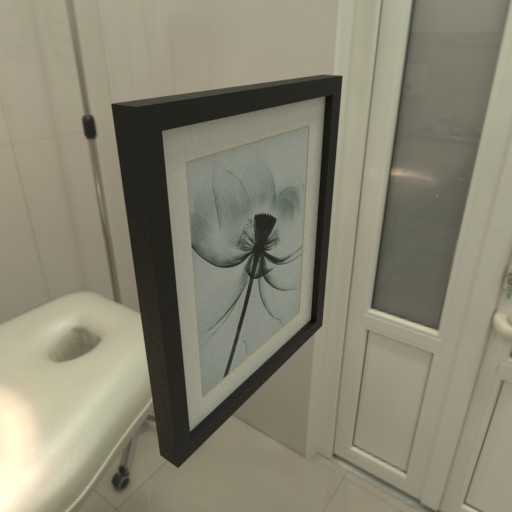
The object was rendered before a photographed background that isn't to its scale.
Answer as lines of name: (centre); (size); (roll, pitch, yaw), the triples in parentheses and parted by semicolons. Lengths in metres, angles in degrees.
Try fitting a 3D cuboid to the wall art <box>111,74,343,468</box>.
wall art: (0.000, 0.000, 0.530); (0.029, 0.381, 0.330); (18, 32, 32)
